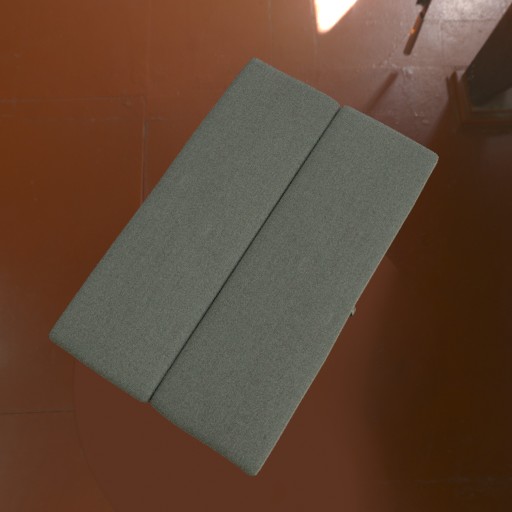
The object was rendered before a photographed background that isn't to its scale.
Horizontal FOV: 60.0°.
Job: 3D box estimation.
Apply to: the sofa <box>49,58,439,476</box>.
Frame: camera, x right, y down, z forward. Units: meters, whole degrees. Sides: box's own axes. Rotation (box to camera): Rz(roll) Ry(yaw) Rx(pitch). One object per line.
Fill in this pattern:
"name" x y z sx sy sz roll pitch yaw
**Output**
"sofa" 0.000 0.000 1.663 0.817 0.434 1.250 31 78 8
